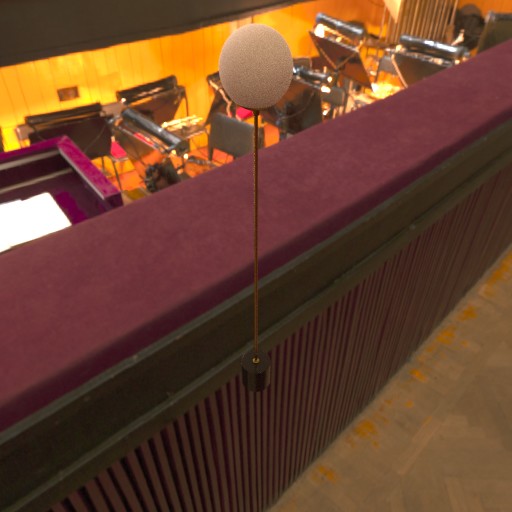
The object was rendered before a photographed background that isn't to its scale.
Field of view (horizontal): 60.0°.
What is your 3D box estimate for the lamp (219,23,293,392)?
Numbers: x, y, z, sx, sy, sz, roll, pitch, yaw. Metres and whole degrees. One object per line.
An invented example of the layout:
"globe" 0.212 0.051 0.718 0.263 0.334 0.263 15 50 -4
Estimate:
"lamp" 0.000 0.000 1.845 0.229 1.748 0.229 -28 47 -30
